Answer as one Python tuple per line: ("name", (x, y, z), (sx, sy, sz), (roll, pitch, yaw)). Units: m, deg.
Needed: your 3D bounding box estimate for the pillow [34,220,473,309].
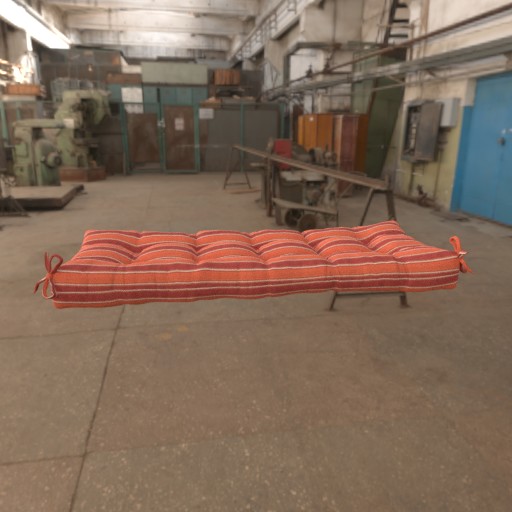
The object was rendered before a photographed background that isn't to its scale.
("pillow", (0.000, 0.000, 1.359), (1.194, 0.174, 0.511), (-2, 17, -8))
